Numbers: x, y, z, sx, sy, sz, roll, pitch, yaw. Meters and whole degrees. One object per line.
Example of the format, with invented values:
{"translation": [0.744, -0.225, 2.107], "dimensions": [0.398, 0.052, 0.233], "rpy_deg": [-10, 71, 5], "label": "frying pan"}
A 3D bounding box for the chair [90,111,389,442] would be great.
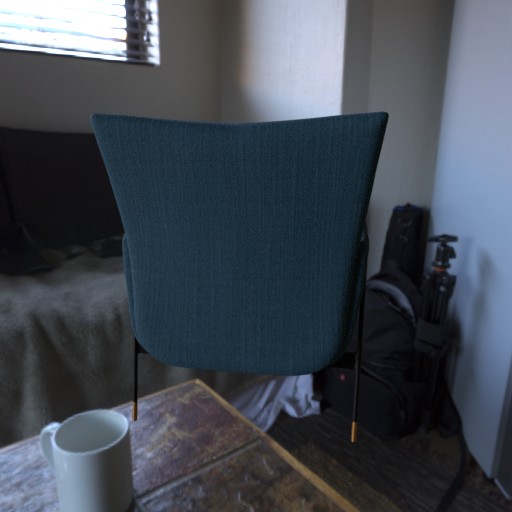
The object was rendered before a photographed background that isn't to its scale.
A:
{"translation": [0.000, 0.000, 1.425], "dimensions": [0.678, 0.859, 0.769], "rpy_deg": [2, 16, 8], "label": "chair"}
